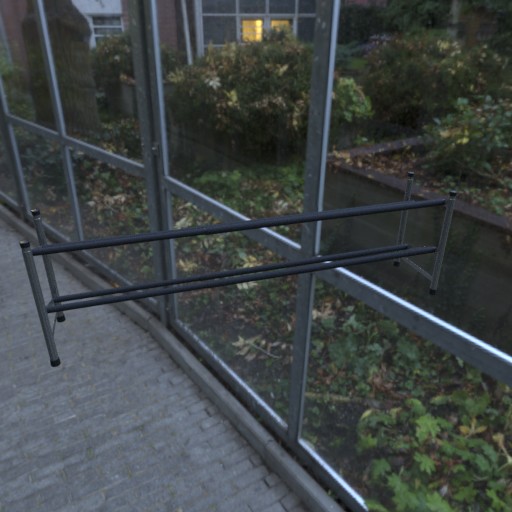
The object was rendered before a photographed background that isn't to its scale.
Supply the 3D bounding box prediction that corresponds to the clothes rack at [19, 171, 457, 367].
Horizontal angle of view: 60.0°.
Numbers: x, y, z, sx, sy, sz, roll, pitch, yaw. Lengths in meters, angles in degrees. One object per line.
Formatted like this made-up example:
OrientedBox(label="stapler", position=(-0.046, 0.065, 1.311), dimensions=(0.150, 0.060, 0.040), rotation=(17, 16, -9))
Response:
OrientedBox(label="clothes rack", position=(0.000, 0.000, 1.303), dimensions=(1.168, 0.349, 0.229), rotation=(-8, 28, -16))
